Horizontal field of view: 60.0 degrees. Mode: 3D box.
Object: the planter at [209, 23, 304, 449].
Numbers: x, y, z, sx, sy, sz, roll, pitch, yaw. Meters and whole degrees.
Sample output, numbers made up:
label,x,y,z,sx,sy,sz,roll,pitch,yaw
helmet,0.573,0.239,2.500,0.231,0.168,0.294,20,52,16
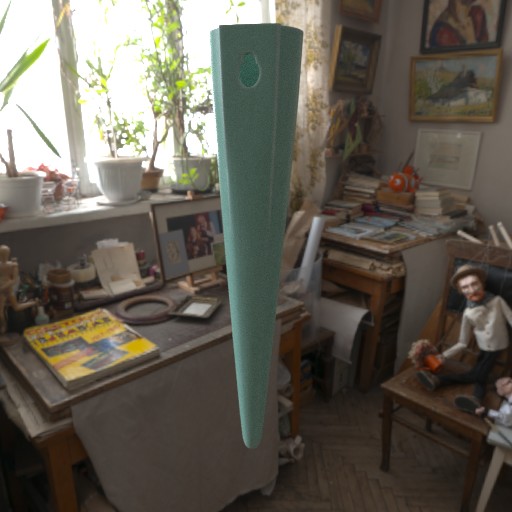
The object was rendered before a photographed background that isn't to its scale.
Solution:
label,x,y,z,sx,sy,sz,roll,pitch,yaw
planter,0.000,0.000,0.292,0.054,0.268,0.055,2,17,7
